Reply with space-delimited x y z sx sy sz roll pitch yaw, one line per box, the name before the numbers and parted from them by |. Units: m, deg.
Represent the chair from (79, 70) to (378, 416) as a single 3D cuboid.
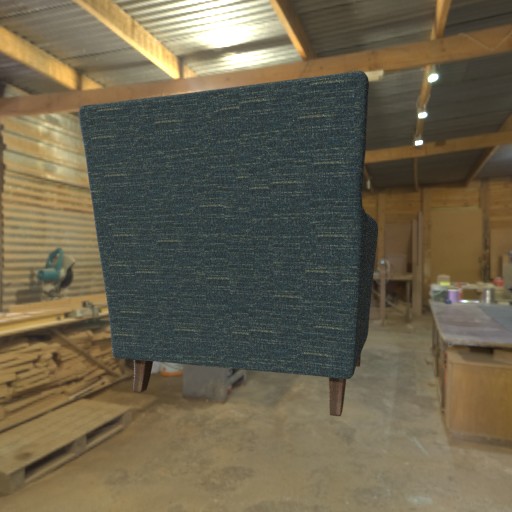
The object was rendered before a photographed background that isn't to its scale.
chair | 0.000 0.000 1.630 0.864 0.928 0.873 0 1 19
